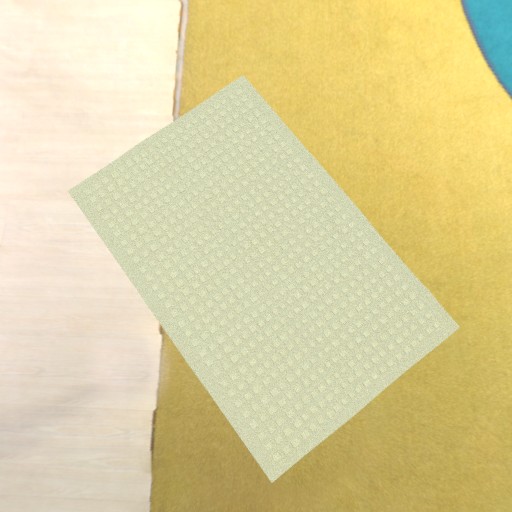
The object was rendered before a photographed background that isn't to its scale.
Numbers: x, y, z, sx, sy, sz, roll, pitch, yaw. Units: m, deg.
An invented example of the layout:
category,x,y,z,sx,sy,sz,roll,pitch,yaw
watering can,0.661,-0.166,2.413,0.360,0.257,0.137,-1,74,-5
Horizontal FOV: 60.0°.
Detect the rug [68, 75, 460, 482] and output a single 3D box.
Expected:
category,x,y,z,sx,sy,sz,roll,pitch,yaw
rug,0.000,0.000,2.219,1.143,0.006,1.747,-36,79,-9
